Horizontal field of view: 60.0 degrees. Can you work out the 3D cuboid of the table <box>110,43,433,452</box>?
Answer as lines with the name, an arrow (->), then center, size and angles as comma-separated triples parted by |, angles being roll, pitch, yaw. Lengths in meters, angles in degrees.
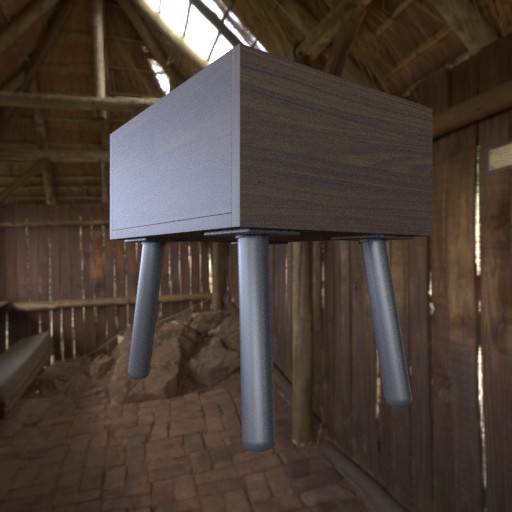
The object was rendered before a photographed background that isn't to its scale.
table -> 0.000, 0.000, 0.780 | 0.370, 0.470, 0.450 | 0, 0, -36
